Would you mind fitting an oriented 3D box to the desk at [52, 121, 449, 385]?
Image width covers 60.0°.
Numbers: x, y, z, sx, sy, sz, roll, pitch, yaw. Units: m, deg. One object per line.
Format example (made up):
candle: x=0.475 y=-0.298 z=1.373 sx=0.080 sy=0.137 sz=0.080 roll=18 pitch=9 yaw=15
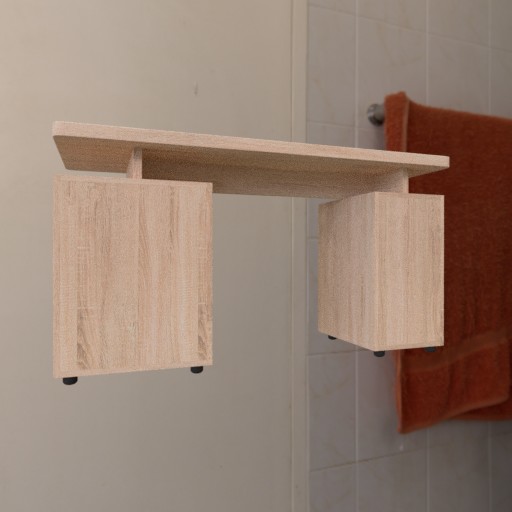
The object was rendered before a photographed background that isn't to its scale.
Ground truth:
desk: x=0.000 y=0.000 z=1.726 sx=1.400 sy=0.760 sz=0.550 roll=0 pitch=0 yaw=-19
